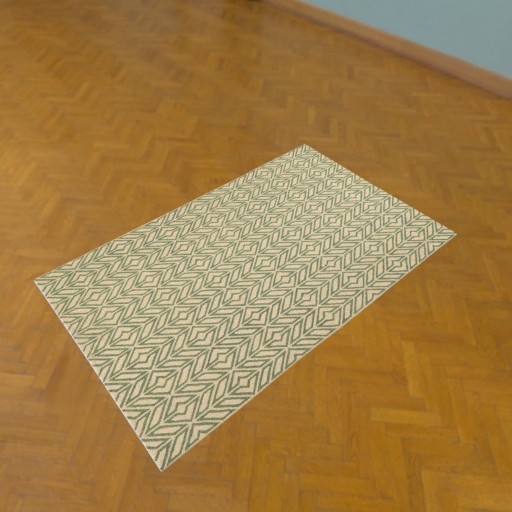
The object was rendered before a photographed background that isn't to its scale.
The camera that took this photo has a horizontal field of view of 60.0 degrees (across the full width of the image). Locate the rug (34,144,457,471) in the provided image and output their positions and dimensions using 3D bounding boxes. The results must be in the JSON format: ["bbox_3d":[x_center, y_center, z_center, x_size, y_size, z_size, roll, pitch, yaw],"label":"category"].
[{"bbox_3d":[0.000,0.000,2.974,2.435,0.011,1.517,-32,54,-27],"label":"rug"}]
